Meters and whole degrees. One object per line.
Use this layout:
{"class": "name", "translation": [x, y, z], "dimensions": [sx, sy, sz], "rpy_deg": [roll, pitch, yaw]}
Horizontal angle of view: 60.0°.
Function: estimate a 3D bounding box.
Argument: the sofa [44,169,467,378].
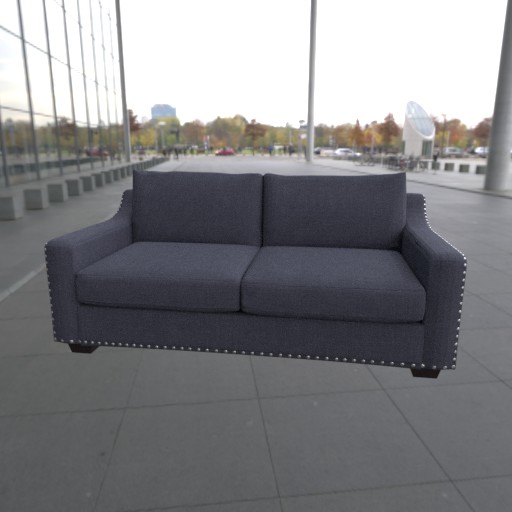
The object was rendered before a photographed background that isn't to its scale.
{"class": "sofa", "translation": [0.000, 0.000, 3.248], "dimensions": [2.550, 1.196, 1.336], "rpy_deg": [2, 14, 9]}
